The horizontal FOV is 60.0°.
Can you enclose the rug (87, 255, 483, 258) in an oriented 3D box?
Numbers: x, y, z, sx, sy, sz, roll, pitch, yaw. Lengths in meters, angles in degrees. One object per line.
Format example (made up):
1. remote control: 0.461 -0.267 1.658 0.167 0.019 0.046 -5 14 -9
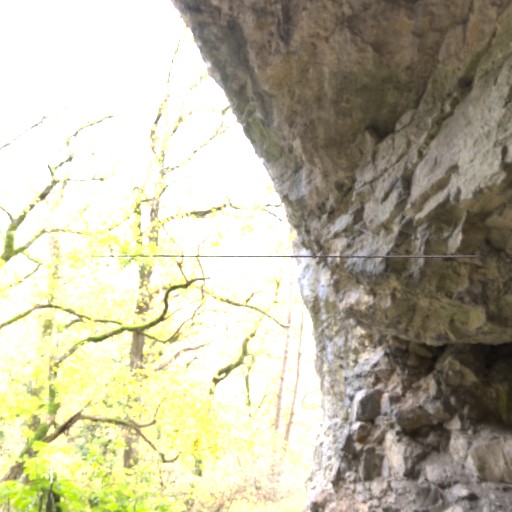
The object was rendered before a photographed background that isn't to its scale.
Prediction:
1. rug: 0.000 0.000 2.767 2.443 0.009 0.771 0 0 35
